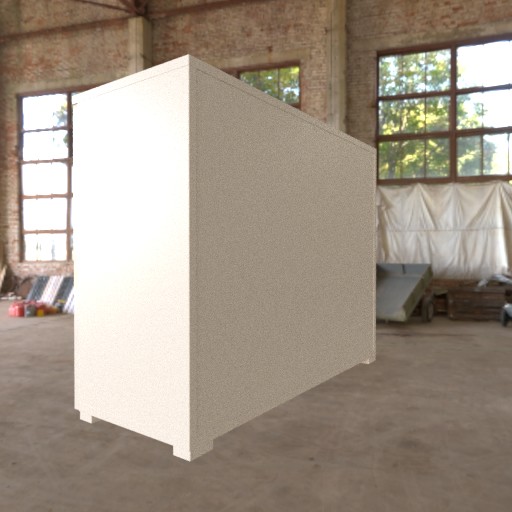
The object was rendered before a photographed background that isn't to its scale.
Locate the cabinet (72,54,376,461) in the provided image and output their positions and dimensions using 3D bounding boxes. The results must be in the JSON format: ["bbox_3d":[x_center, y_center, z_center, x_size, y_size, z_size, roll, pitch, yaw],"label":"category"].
[{"bbox_3d":[0.000,0.000,1.390,0.400,0.800,1.000,1,1,36],"label":"cabinet"}]
